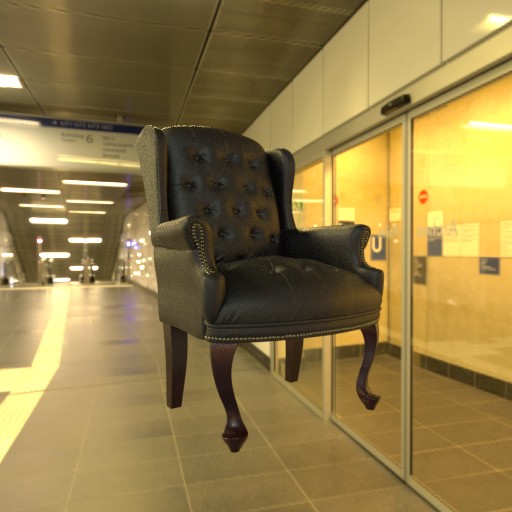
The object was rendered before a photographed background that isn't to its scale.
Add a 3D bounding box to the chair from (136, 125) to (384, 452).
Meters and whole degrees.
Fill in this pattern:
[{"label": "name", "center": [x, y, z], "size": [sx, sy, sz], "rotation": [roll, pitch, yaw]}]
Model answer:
[{"label": "chair", "center": [0.000, 0.000, 1.720], "size": [0.831, 1.133, 0.822], "rotation": [0, 1, -35]}]
